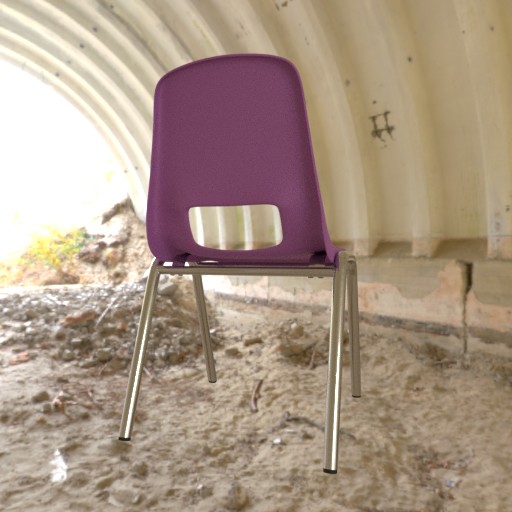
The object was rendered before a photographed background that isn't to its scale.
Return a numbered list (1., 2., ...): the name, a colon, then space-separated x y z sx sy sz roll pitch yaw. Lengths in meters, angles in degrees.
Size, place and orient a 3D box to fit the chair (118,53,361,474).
1. chair: 0.000 0.000 0.681 0.291 0.493 0.301 0 0 19
